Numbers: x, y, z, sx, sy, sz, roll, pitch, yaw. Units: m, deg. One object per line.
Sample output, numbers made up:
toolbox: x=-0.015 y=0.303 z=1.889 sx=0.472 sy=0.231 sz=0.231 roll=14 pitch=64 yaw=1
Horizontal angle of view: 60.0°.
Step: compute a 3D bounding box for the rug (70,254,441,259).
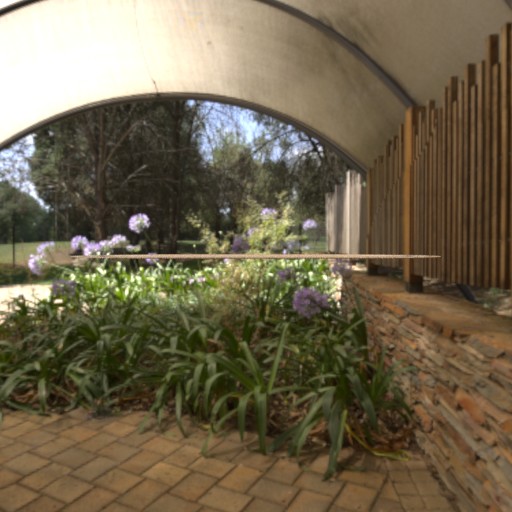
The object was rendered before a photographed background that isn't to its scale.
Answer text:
rug: x=0.000 y=0.000 z=3.066 sx=2.432 sy=0.006 sz=1.520 roll=0 pitch=1 yaw=-1
